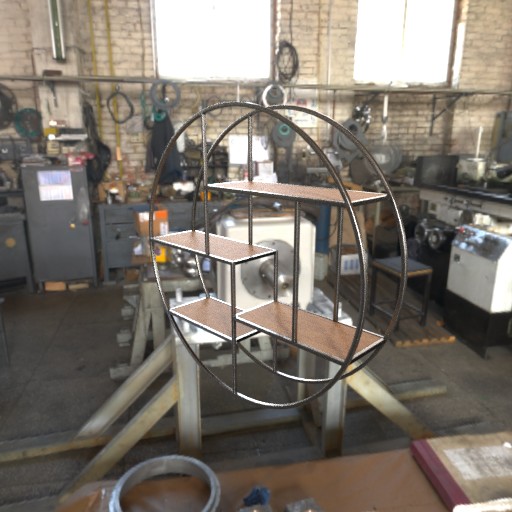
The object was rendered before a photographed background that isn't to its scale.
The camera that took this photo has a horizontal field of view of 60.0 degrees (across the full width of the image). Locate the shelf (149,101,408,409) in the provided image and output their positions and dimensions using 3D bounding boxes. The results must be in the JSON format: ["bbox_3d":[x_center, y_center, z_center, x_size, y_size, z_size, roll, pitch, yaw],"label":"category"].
[{"bbox_3d":[0.000,0.000,1.363,0.888,0.888,0.202,15,21,43],"label":"shelf"}]
